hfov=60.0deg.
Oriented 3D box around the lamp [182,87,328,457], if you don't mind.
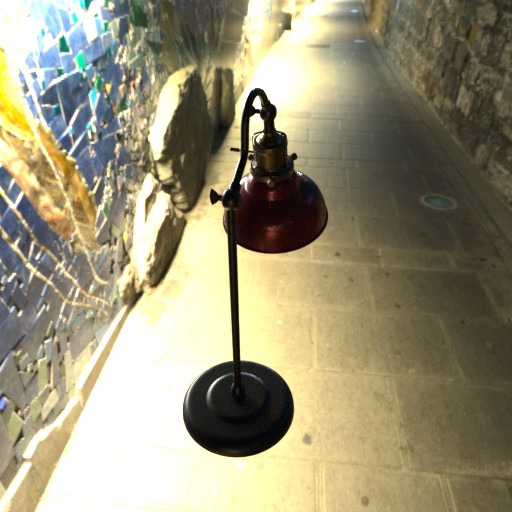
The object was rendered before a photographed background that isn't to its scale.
[{"bbox_3d":[0.000,0.000,0.700,0.192,0.508,0.374,11,34,16],"label":"lamp"}]
